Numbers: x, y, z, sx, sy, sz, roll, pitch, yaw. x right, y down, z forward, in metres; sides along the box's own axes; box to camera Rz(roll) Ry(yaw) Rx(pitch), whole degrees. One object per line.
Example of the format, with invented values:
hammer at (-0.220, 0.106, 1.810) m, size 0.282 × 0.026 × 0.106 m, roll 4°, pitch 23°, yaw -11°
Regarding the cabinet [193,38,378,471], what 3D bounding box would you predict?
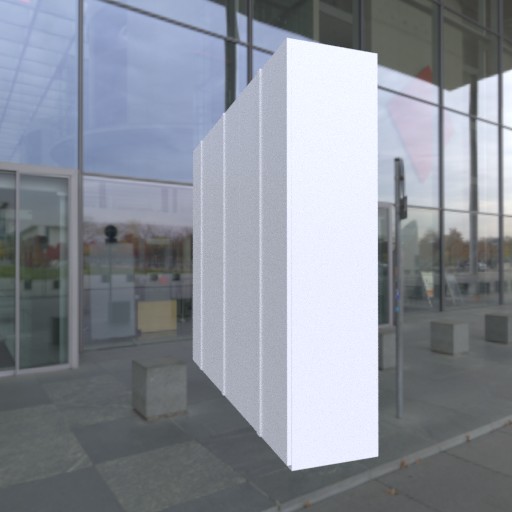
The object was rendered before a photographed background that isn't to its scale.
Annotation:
cabinet at (0.000, 0.000, 3.788) m, size 0.590 × 2.370 × 2.700 m, roll 0°, pitch -1°, yaw -19°
